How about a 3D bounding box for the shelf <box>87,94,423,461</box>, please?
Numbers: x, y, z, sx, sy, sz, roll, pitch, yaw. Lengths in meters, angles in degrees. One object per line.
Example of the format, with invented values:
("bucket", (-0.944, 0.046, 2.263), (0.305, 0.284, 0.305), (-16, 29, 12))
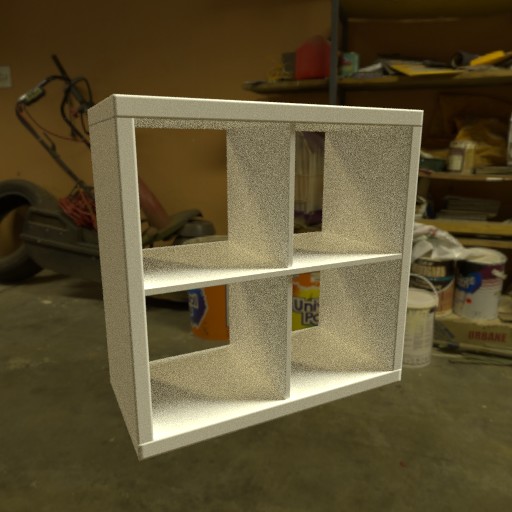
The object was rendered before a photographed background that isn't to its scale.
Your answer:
("shelf", (0.000, 0.000, 1.254), (0.790, 0.786, 0.390), (-7, 15, -26))
